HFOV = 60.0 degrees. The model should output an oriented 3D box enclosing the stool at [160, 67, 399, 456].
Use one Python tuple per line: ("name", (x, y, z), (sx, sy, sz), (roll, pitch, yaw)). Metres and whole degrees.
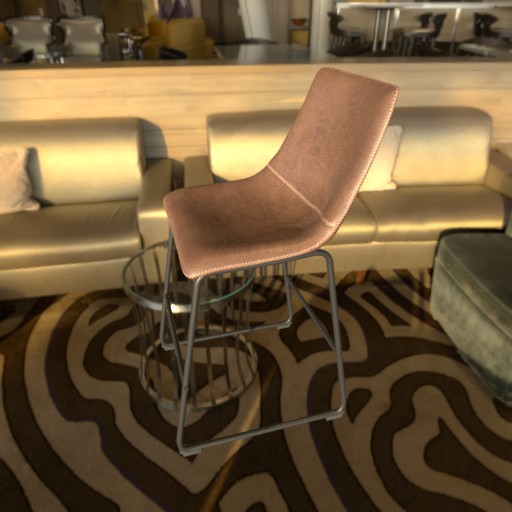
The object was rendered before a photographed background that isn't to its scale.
("stool", (0.000, 0.000, 1.192), (0.550, 0.890, 0.460), (-8, 30, -14))
